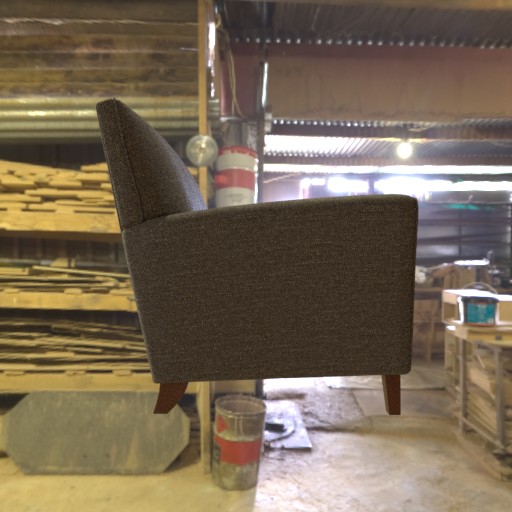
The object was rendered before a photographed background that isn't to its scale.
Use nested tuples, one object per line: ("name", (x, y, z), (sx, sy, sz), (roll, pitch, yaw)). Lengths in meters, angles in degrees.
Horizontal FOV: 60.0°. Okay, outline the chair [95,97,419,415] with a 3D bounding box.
("chair", (0.000, 0.000, 1.594), (0.875, 0.885, 0.838), (0, 1, 0))
